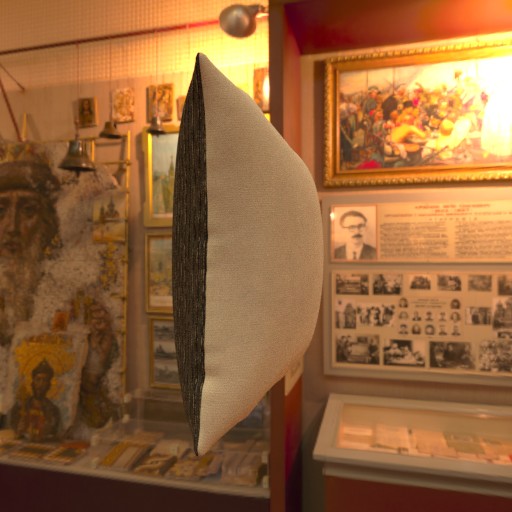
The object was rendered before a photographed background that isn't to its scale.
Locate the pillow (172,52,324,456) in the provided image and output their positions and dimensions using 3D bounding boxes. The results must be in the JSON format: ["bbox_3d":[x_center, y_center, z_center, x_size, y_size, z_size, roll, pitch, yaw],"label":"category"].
[{"bbox_3d":[0.000,0.000,0.675,0.196,0.434,0.433,0,-1,17],"label":"pillow"}]
